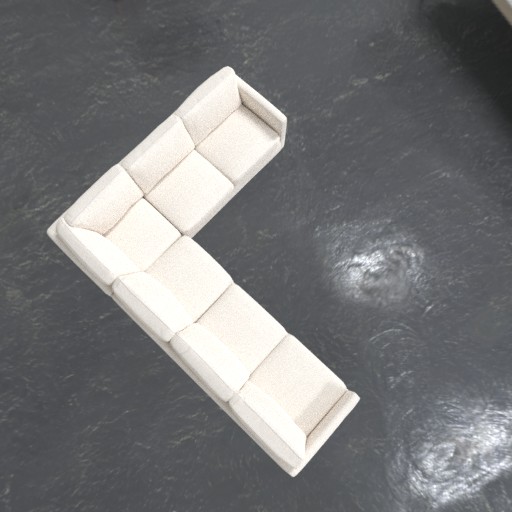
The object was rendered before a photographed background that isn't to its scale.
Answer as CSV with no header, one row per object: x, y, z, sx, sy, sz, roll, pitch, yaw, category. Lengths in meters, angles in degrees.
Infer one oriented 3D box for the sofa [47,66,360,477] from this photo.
0.000,0.000,4.522,3.302,0.947,2.593,42,80,9,sofa
